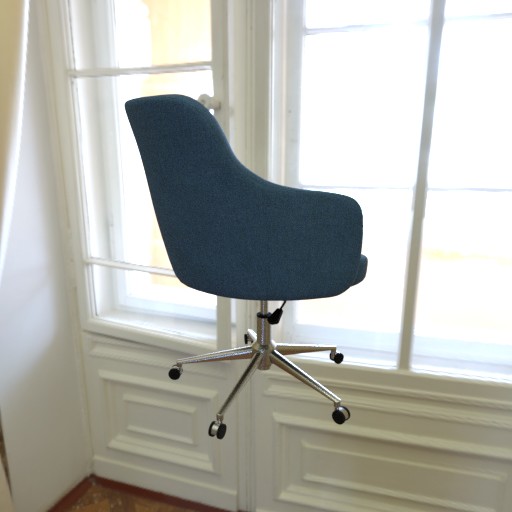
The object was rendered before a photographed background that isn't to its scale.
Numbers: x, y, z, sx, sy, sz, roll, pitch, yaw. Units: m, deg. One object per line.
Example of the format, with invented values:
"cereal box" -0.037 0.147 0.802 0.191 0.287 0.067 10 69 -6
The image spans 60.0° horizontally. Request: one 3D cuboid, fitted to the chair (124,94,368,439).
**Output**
"chair" 0.000 0.000 1.250 0.655 0.820 0.599 -8 17 -27
